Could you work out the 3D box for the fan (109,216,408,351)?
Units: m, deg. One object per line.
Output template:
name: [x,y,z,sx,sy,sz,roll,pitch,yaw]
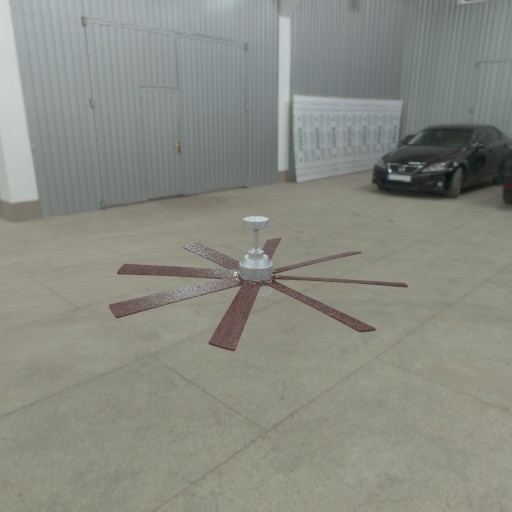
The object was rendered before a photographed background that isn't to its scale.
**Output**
fan: [0.000,0.000,2.760,1.830,0.472,1.830,3,18,9]
